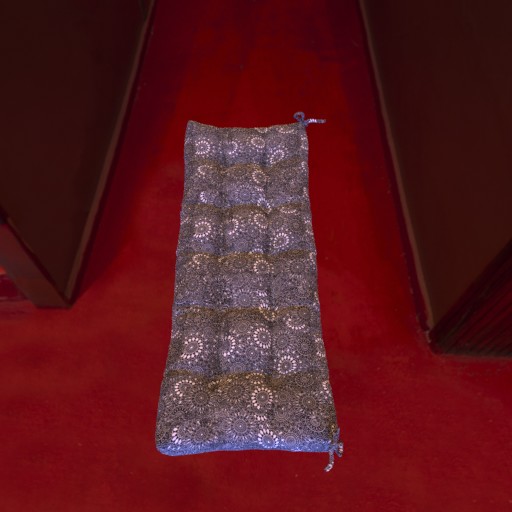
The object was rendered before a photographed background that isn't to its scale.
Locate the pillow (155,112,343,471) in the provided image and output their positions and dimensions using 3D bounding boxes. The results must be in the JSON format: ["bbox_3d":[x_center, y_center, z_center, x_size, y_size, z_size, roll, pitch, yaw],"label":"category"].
[{"bbox_3d":[0.000,0.000,1.358,0.511,0.174,1.194,-1,58,0],"label":"pillow"}]
